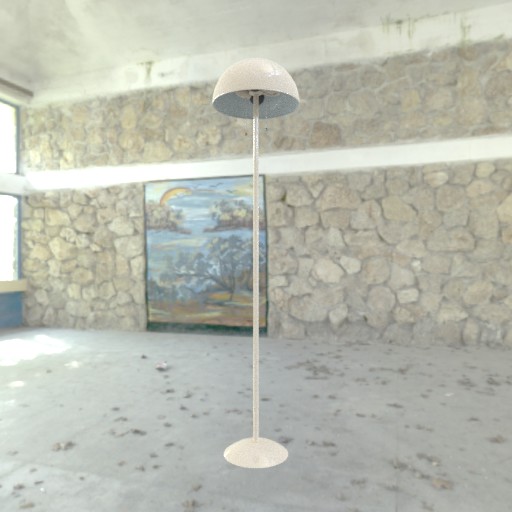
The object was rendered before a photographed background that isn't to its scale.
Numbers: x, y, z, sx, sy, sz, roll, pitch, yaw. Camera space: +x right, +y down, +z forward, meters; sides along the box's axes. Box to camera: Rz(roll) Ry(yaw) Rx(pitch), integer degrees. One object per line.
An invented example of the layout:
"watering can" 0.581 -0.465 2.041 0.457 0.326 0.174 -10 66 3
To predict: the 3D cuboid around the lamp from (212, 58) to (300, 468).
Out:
"lamp" 0.000 0.000 1.667 0.328 1.480 0.328 0 0 19
